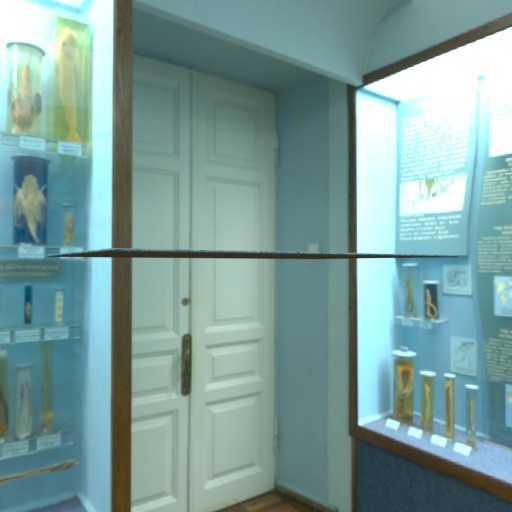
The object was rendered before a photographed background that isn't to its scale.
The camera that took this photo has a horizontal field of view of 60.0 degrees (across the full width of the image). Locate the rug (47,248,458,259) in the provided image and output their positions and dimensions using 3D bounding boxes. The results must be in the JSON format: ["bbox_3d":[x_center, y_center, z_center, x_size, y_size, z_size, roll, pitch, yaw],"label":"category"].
[{"bbox_3d":[0.000,0.000,3.098,2.438,0.015,1.524,1,-1,-34],"label":"rug"}]
